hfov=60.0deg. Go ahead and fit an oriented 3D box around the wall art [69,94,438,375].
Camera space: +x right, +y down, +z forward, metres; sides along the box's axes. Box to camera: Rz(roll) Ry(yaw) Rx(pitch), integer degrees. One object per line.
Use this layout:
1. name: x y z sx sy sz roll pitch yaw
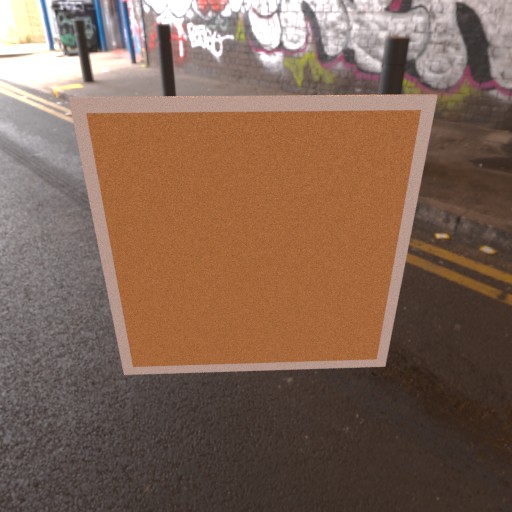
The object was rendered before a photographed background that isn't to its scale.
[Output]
1. wall art: 0.000 0.000 1.181 0.812 0.813 0.013 -1 30 -2
